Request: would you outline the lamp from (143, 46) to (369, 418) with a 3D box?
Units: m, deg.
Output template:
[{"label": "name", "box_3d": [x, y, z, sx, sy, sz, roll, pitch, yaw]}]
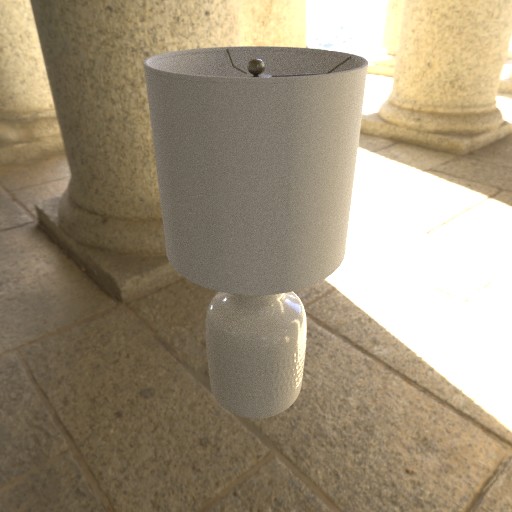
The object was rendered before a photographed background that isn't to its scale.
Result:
[{"label": "lamp", "box_3d": [0.000, 0.000, 0.479, 0.188, 0.392, 0.188, 11, 33, 17]}]
